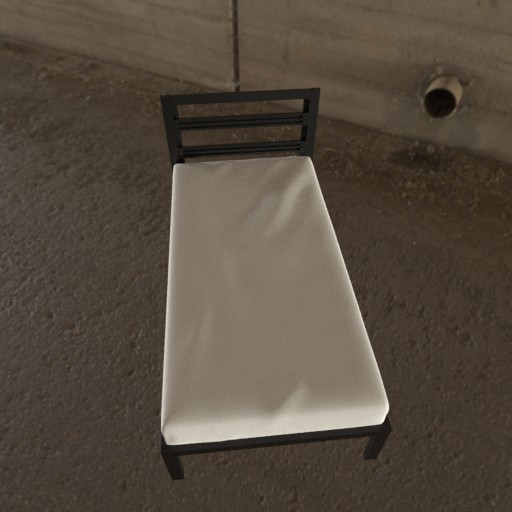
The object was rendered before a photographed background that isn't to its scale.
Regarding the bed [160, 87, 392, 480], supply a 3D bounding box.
[{"bbox_3d":[0.000,0.000,2.447,0.991,0.967,1.930,-4,47,-4],"label":"bed"}]
